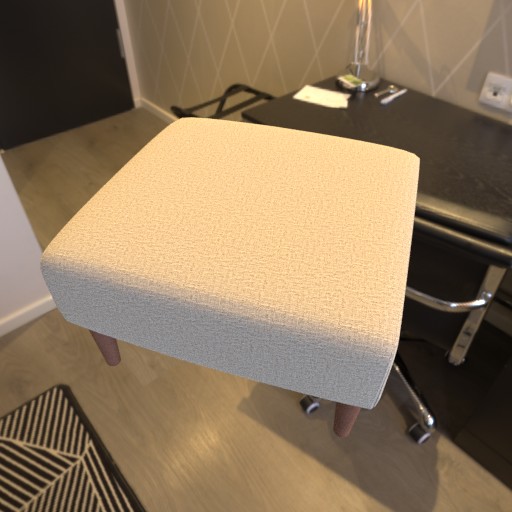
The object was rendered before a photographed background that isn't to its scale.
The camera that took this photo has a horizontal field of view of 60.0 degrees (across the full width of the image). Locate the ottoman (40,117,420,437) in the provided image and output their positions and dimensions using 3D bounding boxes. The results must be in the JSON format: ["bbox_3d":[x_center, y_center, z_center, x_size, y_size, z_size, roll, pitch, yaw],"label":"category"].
[{"bbox_3d":[0.000,0.000,1.050,0.650,0.398,0.649,13,44,13],"label":"ottoman"}]
